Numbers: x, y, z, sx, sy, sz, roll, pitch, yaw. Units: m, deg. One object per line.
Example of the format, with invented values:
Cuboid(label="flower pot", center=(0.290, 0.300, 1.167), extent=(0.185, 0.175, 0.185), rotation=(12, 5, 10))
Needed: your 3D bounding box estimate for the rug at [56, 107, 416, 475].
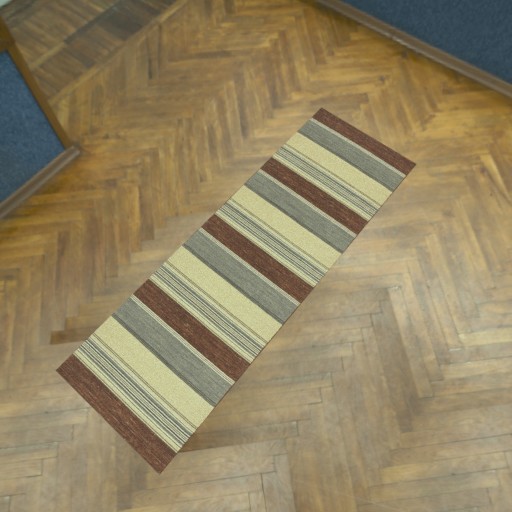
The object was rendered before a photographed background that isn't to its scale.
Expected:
Cuboid(label="rug", center=(0.000, 0.000, 2.691), extent=(0.792, 0.006, 2.437), rotation=(37, 70, 16))
